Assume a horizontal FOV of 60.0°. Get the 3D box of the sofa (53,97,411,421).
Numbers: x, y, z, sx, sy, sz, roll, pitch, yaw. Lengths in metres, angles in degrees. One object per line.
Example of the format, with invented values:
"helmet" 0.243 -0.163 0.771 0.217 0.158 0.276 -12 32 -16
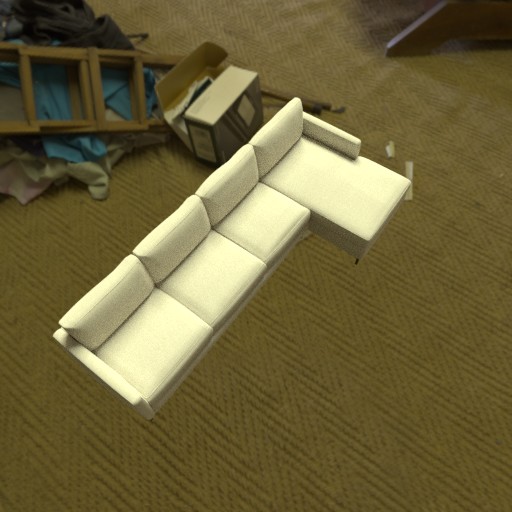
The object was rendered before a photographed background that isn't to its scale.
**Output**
"sofa" 0.000 0.000 2.985 1.126 0.677 2.445 33 64 18
